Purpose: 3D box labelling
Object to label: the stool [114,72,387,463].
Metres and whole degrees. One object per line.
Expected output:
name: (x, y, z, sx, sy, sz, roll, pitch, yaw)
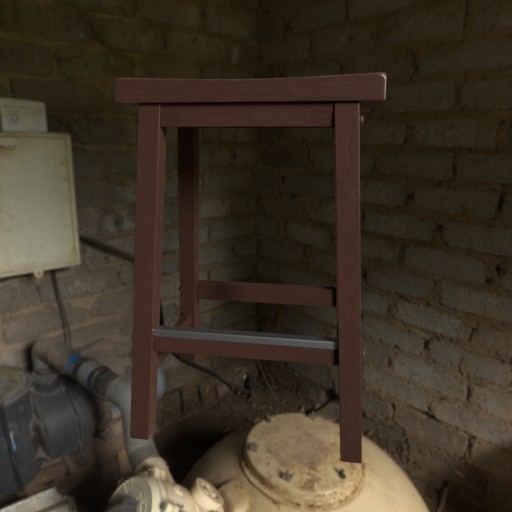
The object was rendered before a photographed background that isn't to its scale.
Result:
stool: (0.000, 0.000, 0.835, 0.406, 0.610, 0.322, 2, 16, 9)
